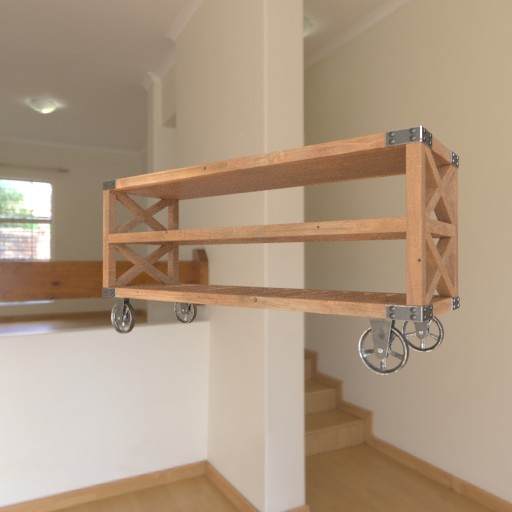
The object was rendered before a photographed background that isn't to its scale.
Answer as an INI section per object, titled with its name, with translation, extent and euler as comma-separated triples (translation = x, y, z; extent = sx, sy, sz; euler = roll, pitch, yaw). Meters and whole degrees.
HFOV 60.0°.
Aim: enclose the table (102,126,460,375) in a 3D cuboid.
[table]
translation = 0.000, 0.000, 1.845
extent = 1.487, 0.711, 0.467
euler = 0, -1, 36
